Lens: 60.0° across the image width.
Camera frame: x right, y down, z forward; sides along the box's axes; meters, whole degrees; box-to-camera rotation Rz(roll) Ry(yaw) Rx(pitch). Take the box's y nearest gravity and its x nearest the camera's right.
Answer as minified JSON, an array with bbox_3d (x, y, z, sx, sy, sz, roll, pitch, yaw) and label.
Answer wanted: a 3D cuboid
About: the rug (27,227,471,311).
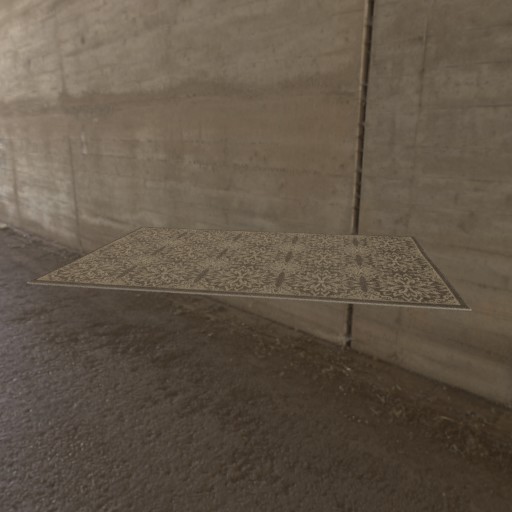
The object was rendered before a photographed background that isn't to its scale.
[{"bbox_3d":[0.000,0.000,3.548,2.746,0.018,1.819,3,16,9],"label":"rug"}]
